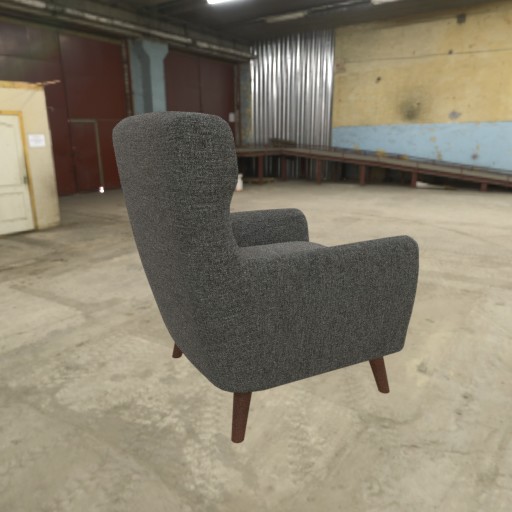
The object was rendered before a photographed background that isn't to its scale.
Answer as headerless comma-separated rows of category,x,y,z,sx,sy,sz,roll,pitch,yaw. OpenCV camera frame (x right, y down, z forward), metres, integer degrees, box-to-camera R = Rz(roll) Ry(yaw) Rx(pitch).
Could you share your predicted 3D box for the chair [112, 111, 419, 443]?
chair,0.000,0.000,1.749,0.940,1.039,0.889,-7,16,-26
